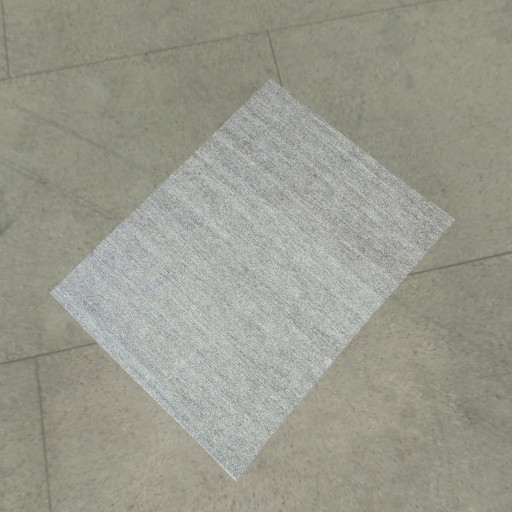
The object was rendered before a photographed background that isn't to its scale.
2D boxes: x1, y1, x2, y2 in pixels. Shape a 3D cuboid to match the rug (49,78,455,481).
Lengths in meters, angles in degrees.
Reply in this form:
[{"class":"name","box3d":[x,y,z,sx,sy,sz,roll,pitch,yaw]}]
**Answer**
[{"class":"rug","box3d":[0.000,0.000,4.296,2.434,0.045,3.202,41,79,10]}]
